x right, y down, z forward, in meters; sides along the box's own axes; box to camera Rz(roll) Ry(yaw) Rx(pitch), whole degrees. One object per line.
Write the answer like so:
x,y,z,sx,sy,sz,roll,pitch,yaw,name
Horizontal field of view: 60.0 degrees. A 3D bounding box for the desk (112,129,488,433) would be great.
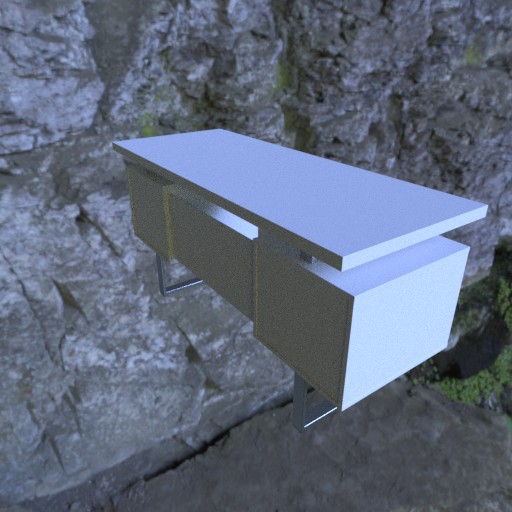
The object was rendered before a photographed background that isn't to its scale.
0.000,0.000,1.883,0.603,0.773,1.530,-17,31,-31,desk
